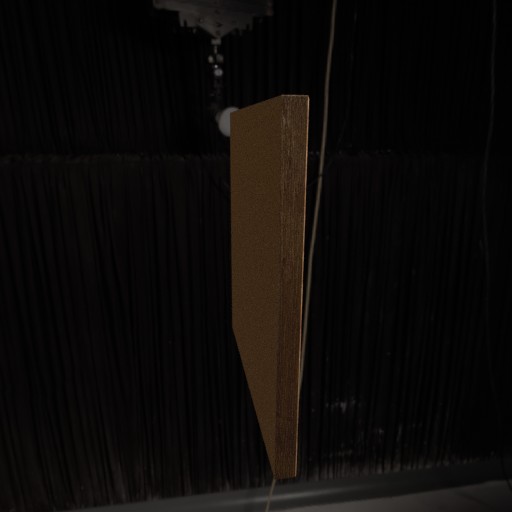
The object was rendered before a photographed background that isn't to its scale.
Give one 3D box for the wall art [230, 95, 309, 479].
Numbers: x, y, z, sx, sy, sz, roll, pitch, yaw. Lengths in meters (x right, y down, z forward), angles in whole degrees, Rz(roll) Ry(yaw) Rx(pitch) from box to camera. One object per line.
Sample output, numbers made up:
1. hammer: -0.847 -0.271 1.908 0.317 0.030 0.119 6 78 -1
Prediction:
1. wall art: 0.000 0.000 0.945 0.042 0.608 0.611 -3 16 -9
